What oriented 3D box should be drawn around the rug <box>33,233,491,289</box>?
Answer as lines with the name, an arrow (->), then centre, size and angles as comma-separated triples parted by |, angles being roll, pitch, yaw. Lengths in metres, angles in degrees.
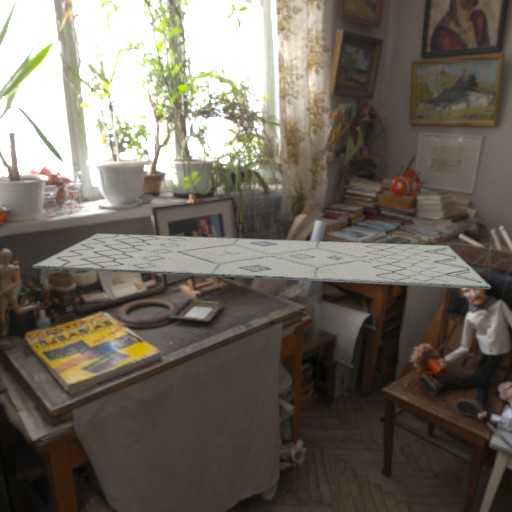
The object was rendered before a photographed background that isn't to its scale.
rug -> 0.000, 0.000, 2.692 | 2.434, 0.013, 0.770 | 2, 17, 8
